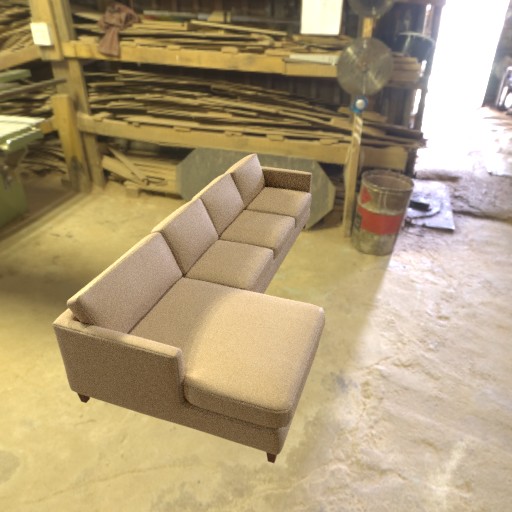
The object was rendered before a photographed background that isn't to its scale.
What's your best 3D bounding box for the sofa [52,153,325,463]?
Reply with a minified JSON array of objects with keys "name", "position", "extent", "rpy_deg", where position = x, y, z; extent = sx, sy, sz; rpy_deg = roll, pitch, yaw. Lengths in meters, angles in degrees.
[{"name":"sofa","position":[0.000,0.000,3.830],"extent":[1.502,0.876,3.201],"rpy_deg":[10,32,17]}]
